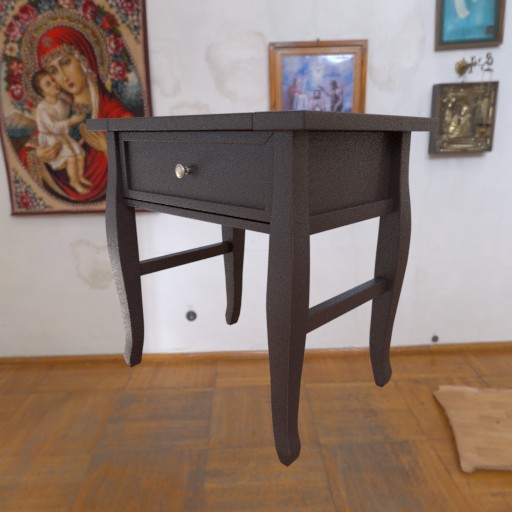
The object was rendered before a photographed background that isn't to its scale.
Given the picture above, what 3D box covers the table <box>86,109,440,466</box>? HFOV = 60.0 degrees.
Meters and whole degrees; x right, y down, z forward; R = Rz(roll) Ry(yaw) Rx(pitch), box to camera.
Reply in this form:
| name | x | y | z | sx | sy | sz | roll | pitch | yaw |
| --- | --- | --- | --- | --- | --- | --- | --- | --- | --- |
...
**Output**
| name | x | y | z | sx | sy | sz | roll | pitch | yaw |
| --- | --- | --- | --- | --- | --- | --- | --- | --- | --- |
| table | 0.000 | 0.000 | 1.022 | 0.602 | 0.605 | 0.460 | 14 | 21 | 41 |
